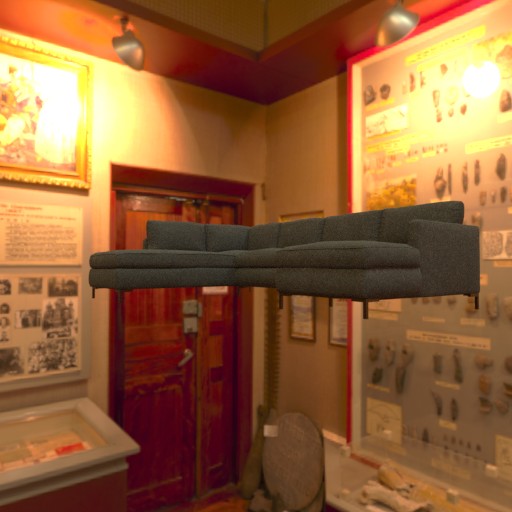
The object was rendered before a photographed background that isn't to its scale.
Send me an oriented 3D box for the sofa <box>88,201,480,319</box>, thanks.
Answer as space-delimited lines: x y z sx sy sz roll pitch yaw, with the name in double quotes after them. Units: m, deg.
0.000 0.000 3.839 2.007 0.813 2.956 1 -2 -37 "sofa"
